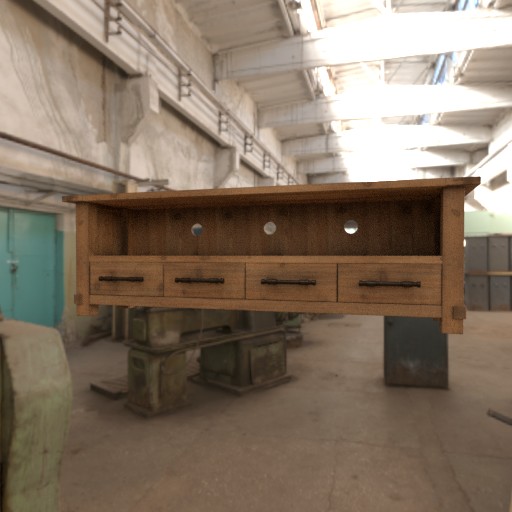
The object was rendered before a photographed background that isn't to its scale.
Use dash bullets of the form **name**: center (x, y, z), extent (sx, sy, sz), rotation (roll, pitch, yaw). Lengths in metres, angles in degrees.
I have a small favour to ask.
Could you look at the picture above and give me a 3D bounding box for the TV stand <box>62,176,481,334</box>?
- **TV stand**: center (0.000, 0.000, 2.041), extent (1.804, 0.573, 0.453), rotation (0, 0, 17)
